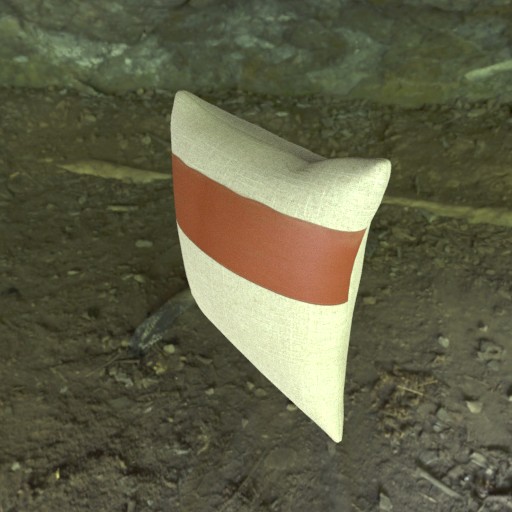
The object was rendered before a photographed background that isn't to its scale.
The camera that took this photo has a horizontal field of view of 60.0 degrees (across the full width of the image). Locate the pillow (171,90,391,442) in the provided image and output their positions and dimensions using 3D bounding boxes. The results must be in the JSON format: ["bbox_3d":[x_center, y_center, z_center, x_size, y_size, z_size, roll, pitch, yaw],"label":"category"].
[{"bbox_3d":[0.000,0.000,0.643,0.173,0.399,0.414,-20,36,-29],"label":"pillow"}]
